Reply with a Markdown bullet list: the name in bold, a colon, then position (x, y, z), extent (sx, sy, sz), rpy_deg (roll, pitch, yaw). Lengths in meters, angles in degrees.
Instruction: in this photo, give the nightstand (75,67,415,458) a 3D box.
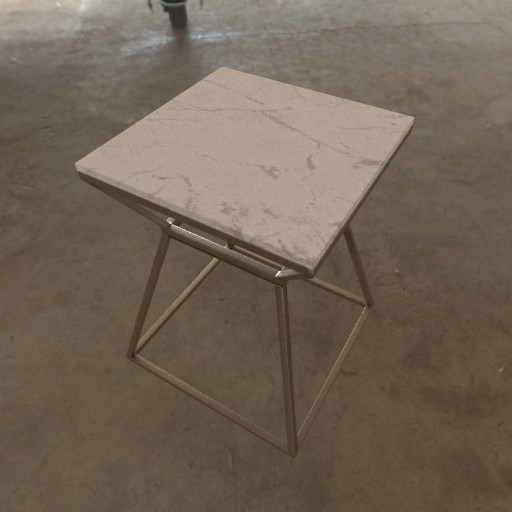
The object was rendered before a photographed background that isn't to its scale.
- **nightstand**: position (0.000, 0.000, 0.925), extent (0.455, 0.554, 0.455), rpy_deg (23, 51, 21)
